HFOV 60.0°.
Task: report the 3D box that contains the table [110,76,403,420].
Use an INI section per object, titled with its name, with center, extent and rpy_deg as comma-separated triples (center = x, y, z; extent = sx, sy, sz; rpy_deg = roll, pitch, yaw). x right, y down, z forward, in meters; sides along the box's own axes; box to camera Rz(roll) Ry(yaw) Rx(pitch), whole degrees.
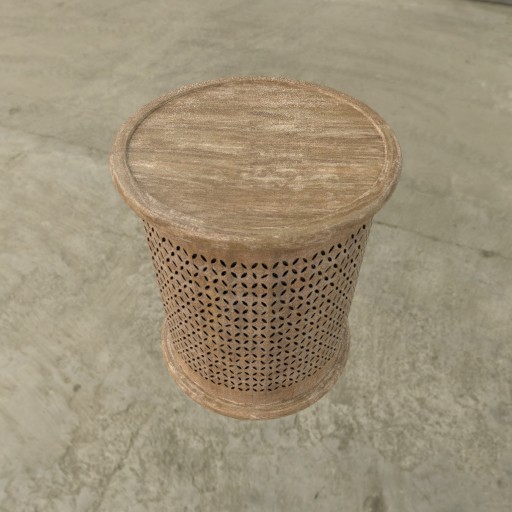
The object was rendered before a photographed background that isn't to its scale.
[table]
center = 0.000, 0.000, 0.799
extent = 0.407, 0.482, 0.407
rpy_deg = 0, 47, 0
